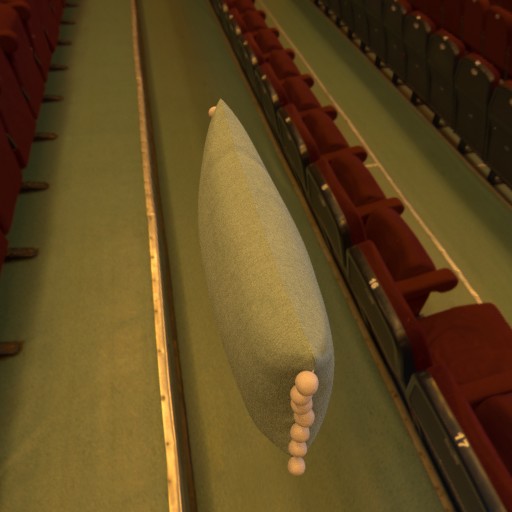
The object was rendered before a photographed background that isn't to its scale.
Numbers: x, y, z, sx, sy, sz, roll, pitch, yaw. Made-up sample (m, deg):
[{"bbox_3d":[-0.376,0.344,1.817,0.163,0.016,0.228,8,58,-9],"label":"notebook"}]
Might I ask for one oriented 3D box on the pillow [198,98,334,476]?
[{"bbox_3d":[0.000,0.000,0.843,0.201,0.322,0.709,-9,46,-9],"label":"pillow"}]
